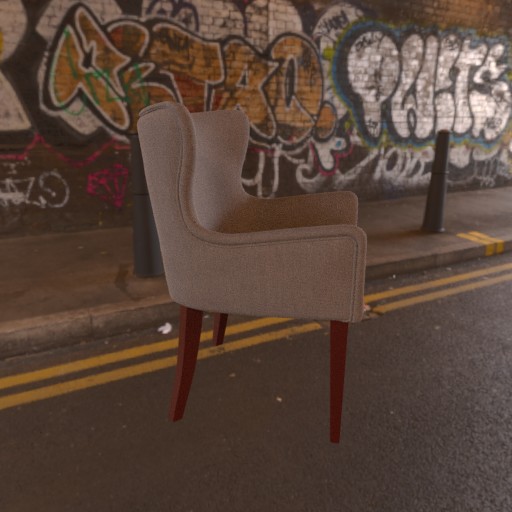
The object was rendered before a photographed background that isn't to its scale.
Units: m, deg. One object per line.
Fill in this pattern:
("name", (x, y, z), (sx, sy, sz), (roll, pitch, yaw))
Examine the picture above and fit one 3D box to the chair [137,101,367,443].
("chair", (0.000, 0.000, 1.472), (0.677, 0.948, 0.732), (3, 17, 10))
